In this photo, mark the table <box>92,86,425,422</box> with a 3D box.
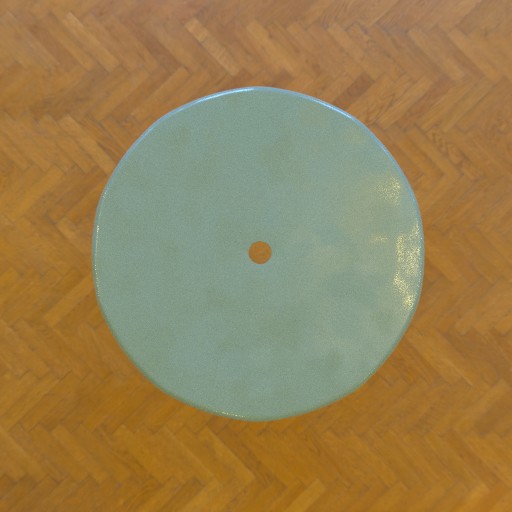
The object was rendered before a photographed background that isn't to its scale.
[{"bbox_3d":[0.000,0.000,0.646,0.352,0.387,0.352,0,89,-1],"label":"table"}]
